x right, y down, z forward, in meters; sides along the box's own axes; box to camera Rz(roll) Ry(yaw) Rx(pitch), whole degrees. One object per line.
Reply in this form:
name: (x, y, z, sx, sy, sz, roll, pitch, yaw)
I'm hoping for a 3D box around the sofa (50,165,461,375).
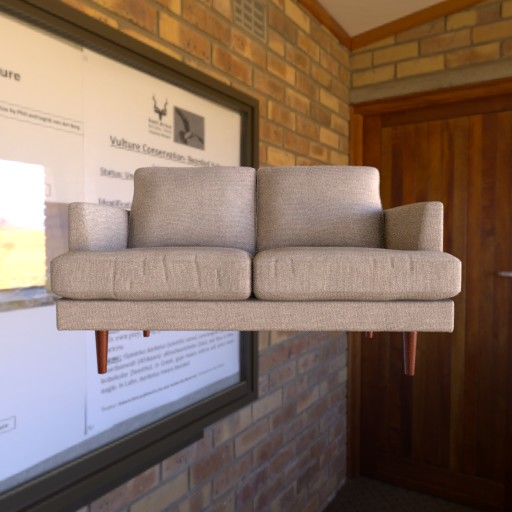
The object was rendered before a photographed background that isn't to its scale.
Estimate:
sofa: (0.000, 0.000, 2.111, 1.582, 0.944, 0.903, 0, 2, 1)
